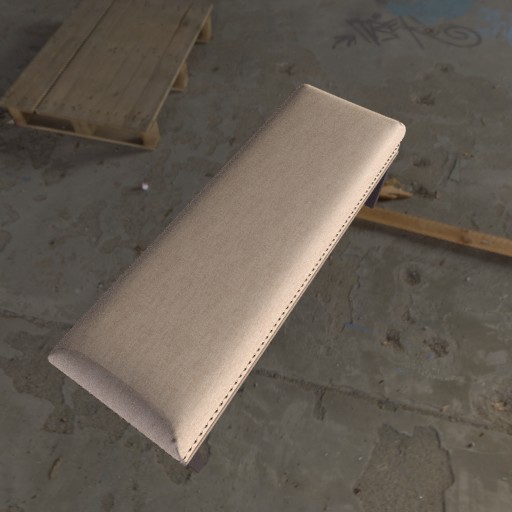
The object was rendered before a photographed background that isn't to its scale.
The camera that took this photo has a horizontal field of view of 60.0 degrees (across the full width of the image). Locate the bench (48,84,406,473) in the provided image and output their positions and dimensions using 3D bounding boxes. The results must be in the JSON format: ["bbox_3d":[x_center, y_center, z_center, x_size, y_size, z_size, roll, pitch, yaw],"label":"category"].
[{"bbox_3d":[0.000,0.000,1.418,0.410,0.457,1.219,29,63,17],"label":"bench"}]
